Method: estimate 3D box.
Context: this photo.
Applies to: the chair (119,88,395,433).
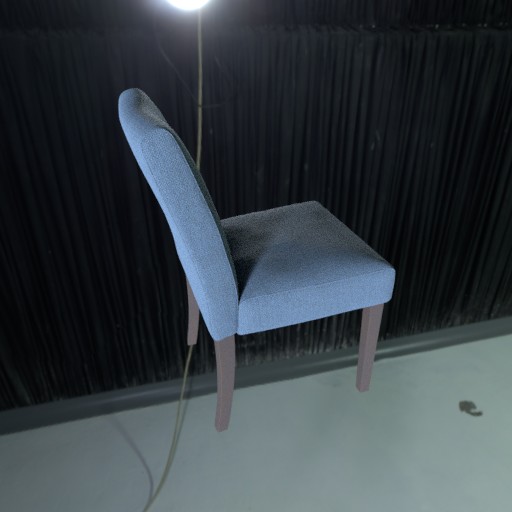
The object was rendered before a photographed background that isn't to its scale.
[{"bbox_3d":[0.000,0.000,1.272,0.629,0.882,0.487,-10,33,-17],"label":"chair"}]
